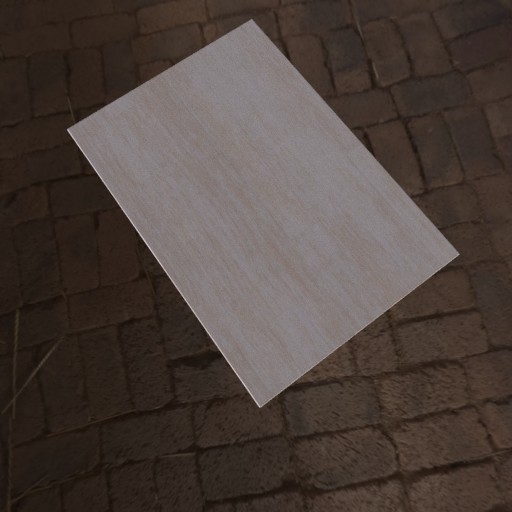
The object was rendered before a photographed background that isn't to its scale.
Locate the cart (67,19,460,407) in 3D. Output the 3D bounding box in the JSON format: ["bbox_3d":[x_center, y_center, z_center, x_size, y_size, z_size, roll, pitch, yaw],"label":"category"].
[{"bbox_3d":[0.000,0.000,1.166,0.406,0.857,0.578,-35,77,-9],"label":"cart"}]
